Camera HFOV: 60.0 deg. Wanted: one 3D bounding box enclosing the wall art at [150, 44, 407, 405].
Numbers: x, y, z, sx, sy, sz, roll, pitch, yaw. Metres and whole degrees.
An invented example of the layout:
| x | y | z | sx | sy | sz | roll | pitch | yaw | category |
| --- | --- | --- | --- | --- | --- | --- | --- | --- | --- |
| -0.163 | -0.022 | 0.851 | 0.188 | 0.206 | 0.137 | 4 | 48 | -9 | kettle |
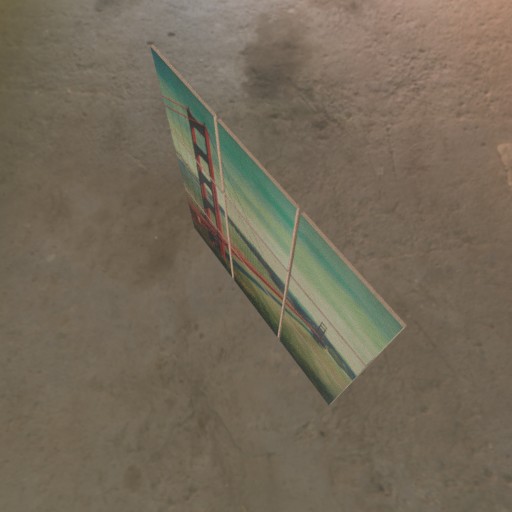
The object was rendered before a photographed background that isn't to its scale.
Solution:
| x | y | z | sx | sy | sz | roll | pitch | yaw | category |
| --- | --- | --- | --- | --- | --- | --- | --- | --- | --- |
| 0.000 | 0.000 | 2.265 | 0.014 | 1.507 | 1.519 | -33 | 68 | -15 | wall art |
